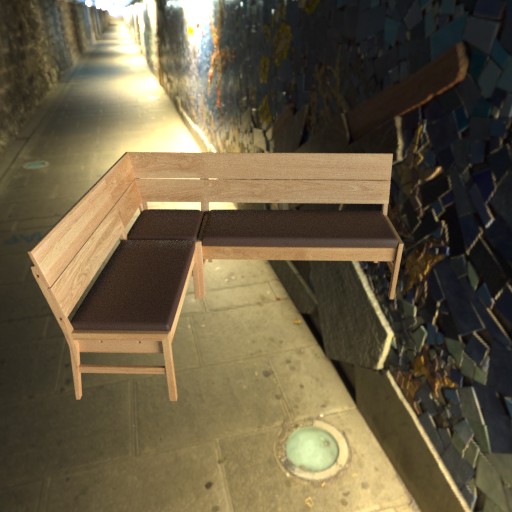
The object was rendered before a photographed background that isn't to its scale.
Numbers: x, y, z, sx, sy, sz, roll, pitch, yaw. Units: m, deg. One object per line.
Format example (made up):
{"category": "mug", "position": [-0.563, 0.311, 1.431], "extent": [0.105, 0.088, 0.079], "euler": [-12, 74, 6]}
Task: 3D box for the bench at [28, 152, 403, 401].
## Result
{"category": "bench", "position": [0.000, 0.000, 2.793], "extent": [1.975, 0.890, 1.549], "euler": [0, 29, 0]}
